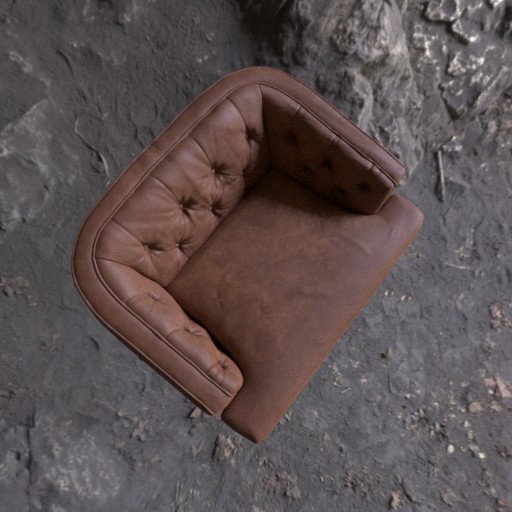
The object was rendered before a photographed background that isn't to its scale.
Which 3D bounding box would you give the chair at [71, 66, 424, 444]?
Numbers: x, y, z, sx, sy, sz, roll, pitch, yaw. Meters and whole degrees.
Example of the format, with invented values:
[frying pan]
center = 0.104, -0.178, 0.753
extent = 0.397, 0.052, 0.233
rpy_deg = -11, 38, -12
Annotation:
[chair]
center = 0.000, 0.000, 1.779
extent = 0.911, 0.836, 1.119
rpy_deg = 38, 77, 10
